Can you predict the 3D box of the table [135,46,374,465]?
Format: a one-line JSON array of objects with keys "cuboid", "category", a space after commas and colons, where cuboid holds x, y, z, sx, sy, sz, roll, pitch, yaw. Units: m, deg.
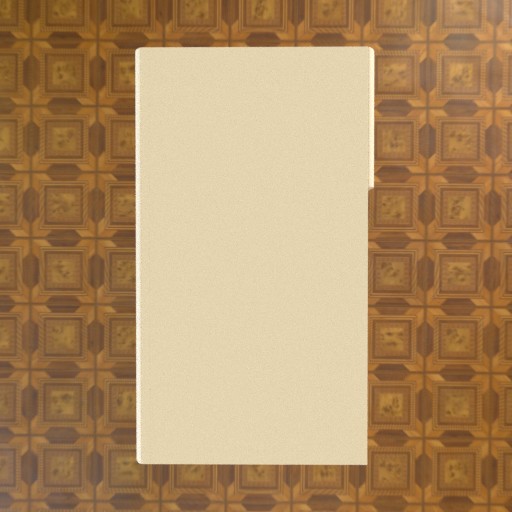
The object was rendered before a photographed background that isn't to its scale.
[{"cuboid": [0.000, 0.000, 1.384, 0.639, 0.442, 1.097, 0, 91, 0], "category": "table"}]
